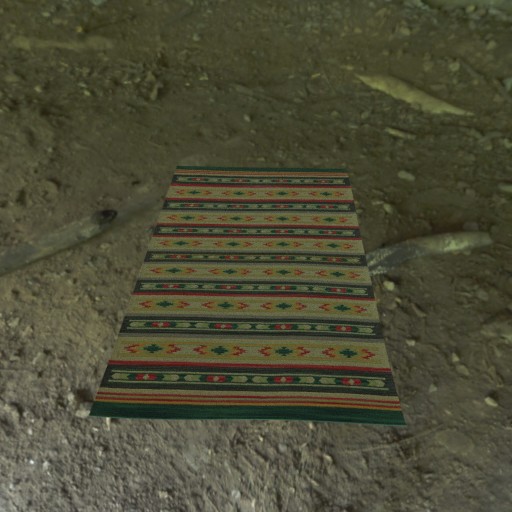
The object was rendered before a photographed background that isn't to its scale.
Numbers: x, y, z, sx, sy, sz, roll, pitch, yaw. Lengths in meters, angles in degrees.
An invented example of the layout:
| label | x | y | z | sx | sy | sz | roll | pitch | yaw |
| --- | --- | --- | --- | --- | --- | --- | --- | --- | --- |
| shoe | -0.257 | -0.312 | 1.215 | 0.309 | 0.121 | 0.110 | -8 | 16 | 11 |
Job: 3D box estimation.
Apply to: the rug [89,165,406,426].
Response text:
| label | x | y | z | sx | sy | sz | roll | pitch | yaw |
| --- | --- | --- | --- | --- | --- | --- | --- | --- | --- |
| rug | 0.000 | 0.000 | 3.039 | 1.520 | 0.011 | 2.447 | 1 | 40 | 2 |
